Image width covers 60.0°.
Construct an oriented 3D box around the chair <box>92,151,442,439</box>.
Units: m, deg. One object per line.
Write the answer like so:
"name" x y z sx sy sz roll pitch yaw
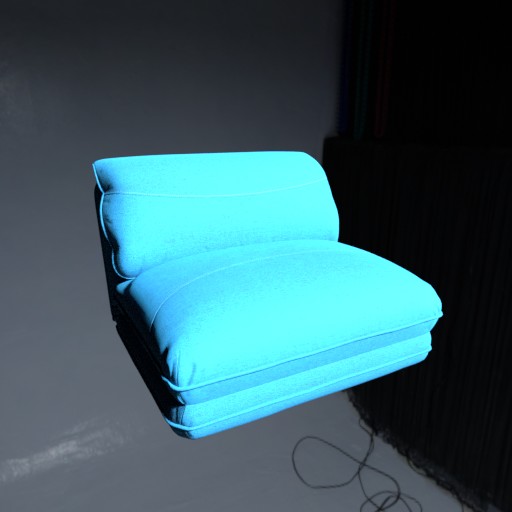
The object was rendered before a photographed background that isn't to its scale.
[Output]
"chair" 0.000 0.000 1.343 0.820 0.580 0.780 -9 19 -27
